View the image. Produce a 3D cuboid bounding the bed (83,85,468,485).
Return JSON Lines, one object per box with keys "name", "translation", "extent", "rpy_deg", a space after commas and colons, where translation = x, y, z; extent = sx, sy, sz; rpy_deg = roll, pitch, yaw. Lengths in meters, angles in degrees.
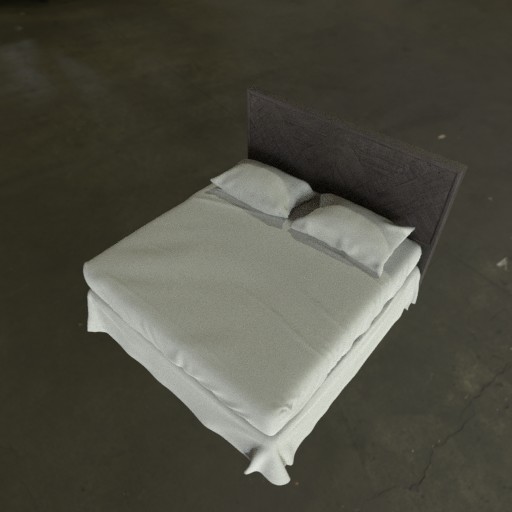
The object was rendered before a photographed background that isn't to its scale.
{"name": "bed", "translation": [0.000, 0.000, 2.799], "extent": [1.772, 1.142, 1.785], "rpy_deg": [31, 53, 27]}
